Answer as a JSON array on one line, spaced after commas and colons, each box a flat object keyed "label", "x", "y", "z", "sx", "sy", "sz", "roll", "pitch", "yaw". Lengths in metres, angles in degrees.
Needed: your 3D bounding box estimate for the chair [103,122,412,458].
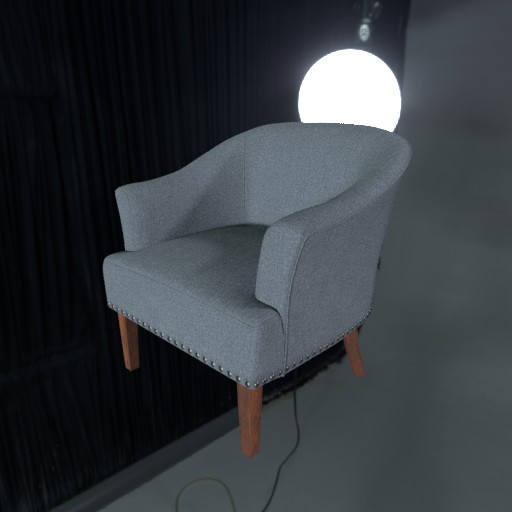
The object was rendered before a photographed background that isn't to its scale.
[{"label": "chair", "x": 0.000, "y": 0.000, "z": 1.411, "sx": 0.798, "sy": 0.815, "sz": 0.704, "roll": 16, "pitch": 24, "yaw": 42}]
